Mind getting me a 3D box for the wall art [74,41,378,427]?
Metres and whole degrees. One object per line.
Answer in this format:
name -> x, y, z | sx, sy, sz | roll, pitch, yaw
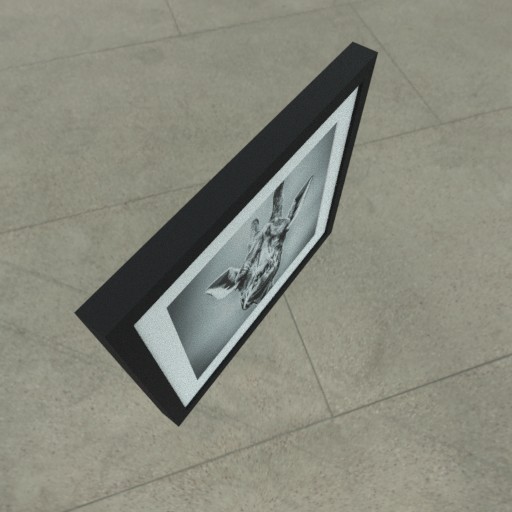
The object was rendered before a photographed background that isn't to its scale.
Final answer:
wall art -> 0.000, 0.000, 0.521 | 0.031, 0.330, 0.381 | 32, 64, 18
